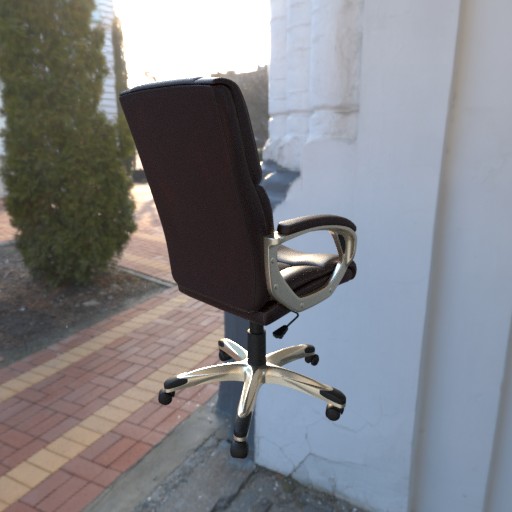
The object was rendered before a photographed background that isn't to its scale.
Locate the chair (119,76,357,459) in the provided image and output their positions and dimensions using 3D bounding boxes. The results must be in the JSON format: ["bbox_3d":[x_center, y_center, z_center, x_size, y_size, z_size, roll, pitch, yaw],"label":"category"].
[{"bbox_3d":[0.000,0.000,1.562,0.739,1.107,0.662,-14,21,-43],"label":"chair"}]
